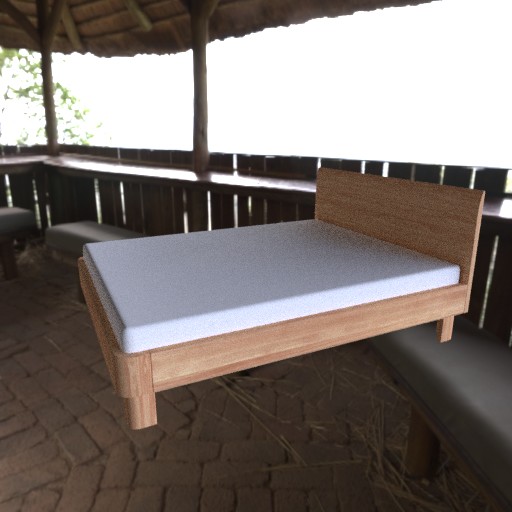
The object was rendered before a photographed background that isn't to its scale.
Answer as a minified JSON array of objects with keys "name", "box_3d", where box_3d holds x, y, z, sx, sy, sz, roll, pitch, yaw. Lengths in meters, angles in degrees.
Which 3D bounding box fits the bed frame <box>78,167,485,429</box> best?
[{"name":"bed frame","box_3d":[0.000,0.000,2.925,2.092,0.940,1.660,-8,18,-25]}]
